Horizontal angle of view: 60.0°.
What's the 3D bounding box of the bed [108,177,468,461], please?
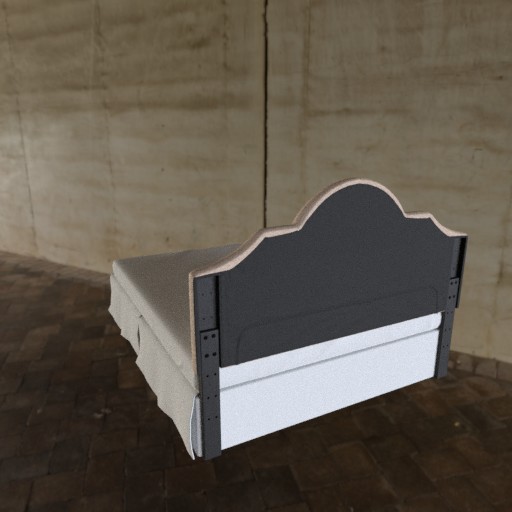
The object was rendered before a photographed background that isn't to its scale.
[{"bbox_3d":[0.000,0.000,2.948,1.667,1.194,1.970,-8,17,-27],"label":"bed"}]
